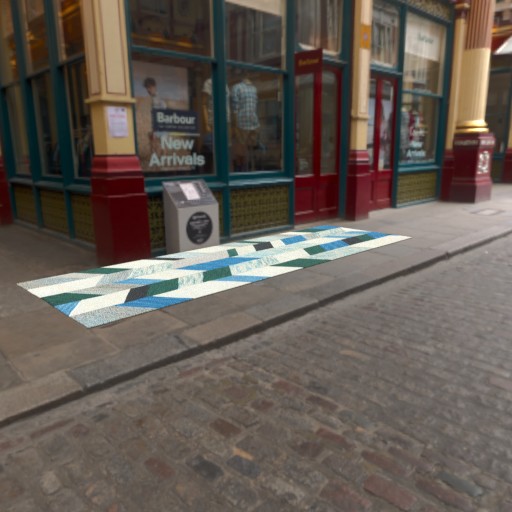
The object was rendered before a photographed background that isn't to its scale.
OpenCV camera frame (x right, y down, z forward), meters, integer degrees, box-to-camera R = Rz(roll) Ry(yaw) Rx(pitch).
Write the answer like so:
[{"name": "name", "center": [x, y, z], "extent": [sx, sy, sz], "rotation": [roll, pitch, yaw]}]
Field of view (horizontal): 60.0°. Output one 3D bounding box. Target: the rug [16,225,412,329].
[{"name": "rug", "center": [0.000, 0.000, 2.664], "extent": [2.437, 0.008, 0.774], "rotation": [-13, 18, -43]}]
